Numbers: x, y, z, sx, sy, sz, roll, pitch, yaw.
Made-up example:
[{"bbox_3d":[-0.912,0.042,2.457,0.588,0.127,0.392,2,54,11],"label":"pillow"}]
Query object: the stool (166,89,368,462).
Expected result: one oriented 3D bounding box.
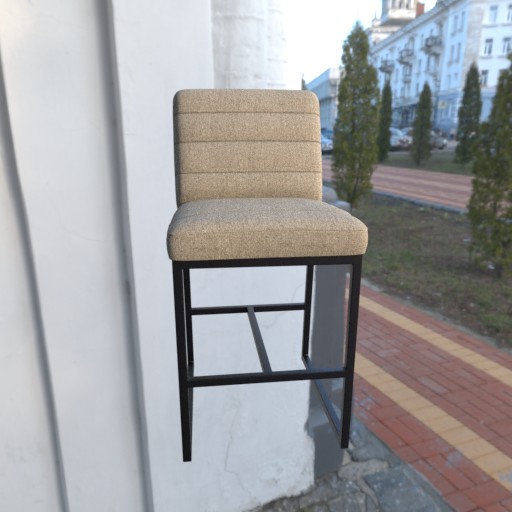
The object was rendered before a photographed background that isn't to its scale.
[{"bbox_3d":[0.000,0.000,1.274,0.460,0.940,0.560,-2,16,-7],"label":"stool"}]
